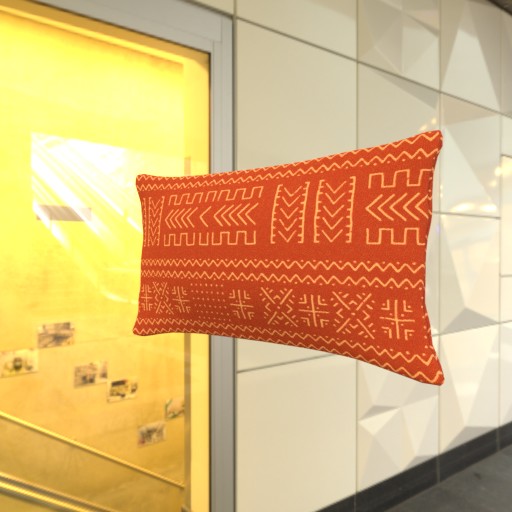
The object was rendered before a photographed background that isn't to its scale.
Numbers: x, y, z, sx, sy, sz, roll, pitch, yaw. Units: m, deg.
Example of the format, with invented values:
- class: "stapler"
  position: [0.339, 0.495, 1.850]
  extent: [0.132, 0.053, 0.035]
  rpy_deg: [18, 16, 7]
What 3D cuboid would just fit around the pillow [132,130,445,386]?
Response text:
- class: "pillow"
  position: [0.000, 0.000, 0.793]
  extent: [0.640, 0.352, 0.130]
  rpy_deg: [0, 1, 35]
